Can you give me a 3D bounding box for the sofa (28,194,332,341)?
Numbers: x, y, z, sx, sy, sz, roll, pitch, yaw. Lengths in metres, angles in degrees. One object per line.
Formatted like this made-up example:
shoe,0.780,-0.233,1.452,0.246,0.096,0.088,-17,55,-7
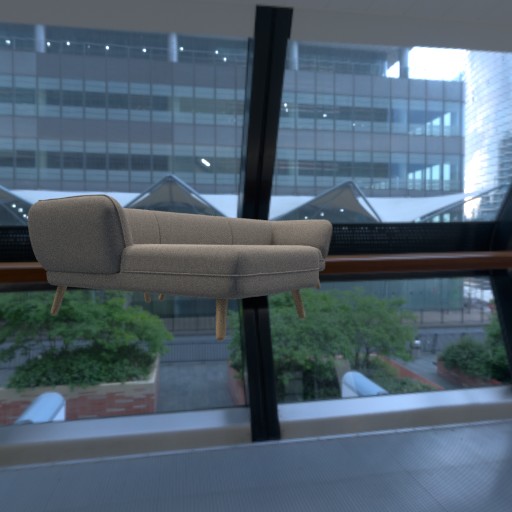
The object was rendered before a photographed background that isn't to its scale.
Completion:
sofa,0.000,0.000,3.305,1.532,0.693,2.653,1,1,35
